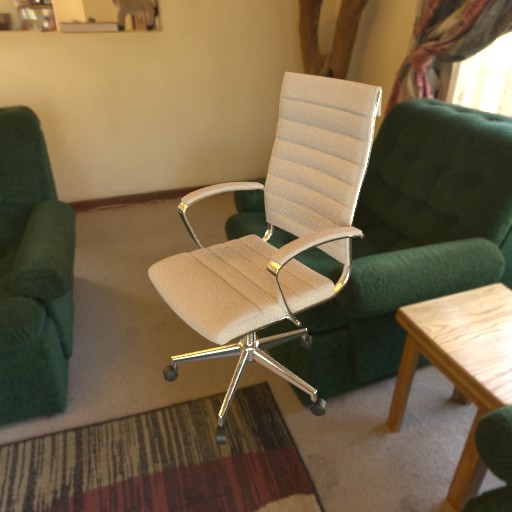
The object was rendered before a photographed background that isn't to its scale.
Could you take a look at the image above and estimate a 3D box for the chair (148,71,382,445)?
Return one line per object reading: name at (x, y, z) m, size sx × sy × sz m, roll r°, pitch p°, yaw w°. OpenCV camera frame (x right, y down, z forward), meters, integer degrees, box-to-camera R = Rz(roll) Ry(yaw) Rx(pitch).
chair at (0.000, 0.000, 1.594) m, size 0.667 × 1.149 × 0.679 m, roll -20°, pitch 35°, yaw -31°
